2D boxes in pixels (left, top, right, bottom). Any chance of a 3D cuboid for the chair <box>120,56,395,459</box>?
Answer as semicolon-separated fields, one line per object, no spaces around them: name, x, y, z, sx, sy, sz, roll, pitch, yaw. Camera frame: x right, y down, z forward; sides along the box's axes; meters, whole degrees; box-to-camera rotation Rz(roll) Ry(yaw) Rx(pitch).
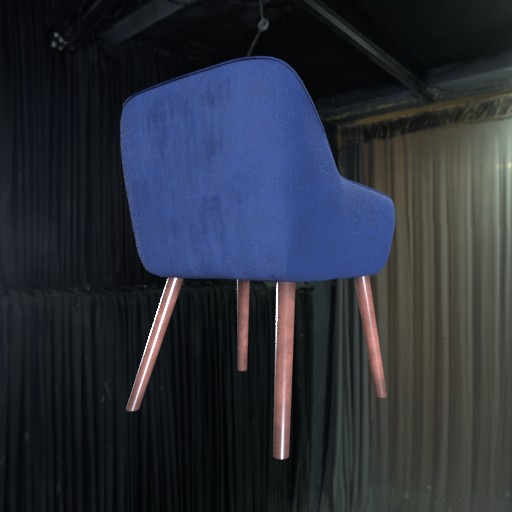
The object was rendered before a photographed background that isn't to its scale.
chair;0.000;0.000;1.239;0.600;0.820;0.600;0;0;36
